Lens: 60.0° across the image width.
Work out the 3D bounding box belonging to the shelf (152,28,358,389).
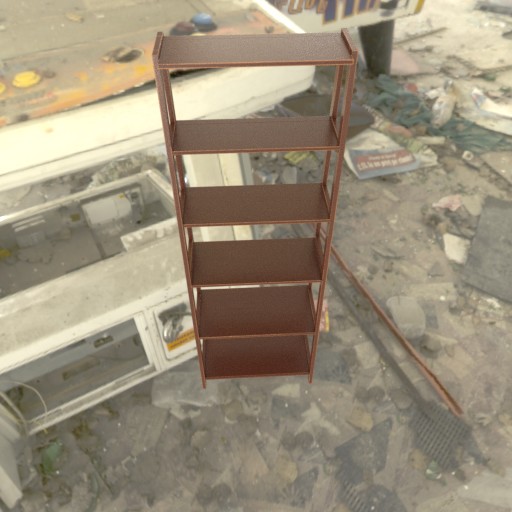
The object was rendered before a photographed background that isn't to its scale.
[{"bbox_3d":[0.000,0.000,2.097,0.660,1.892,0.381,-2,47,-2],"label":"shelf"}]
